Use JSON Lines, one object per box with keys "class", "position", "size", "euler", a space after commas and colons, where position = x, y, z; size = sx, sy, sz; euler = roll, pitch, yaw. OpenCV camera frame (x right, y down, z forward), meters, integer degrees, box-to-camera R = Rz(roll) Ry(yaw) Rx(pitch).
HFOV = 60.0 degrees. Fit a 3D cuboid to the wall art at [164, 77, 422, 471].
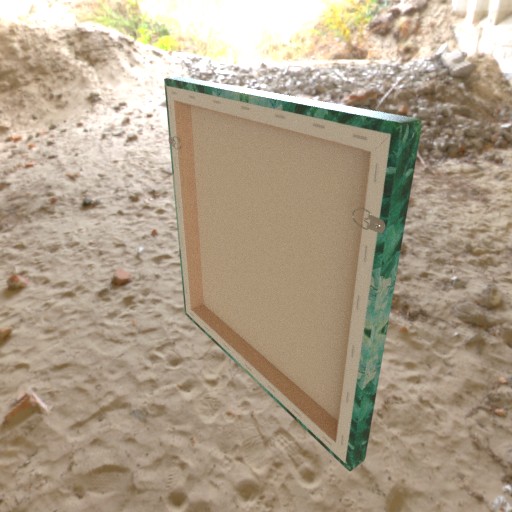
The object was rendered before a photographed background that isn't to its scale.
{"class": "wall art", "position": [0.000, 0.000, 0.729], "size": [0.038, 0.508, 0.507], "euler": [-19, 33, -32]}
